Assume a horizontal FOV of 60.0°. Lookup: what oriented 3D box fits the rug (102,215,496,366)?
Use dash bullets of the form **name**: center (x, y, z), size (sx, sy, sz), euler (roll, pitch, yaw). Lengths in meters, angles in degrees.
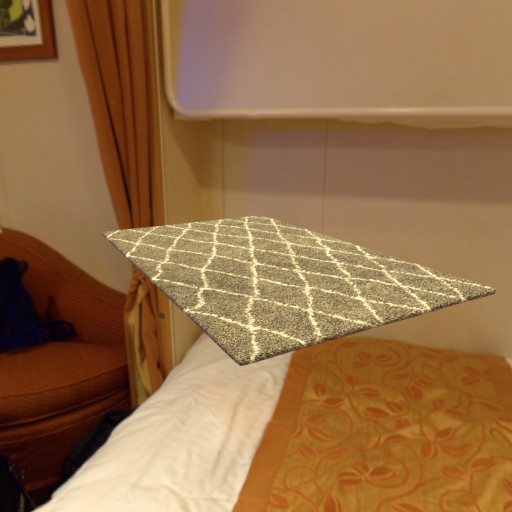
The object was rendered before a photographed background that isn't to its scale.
- **rug**: center (0.000, 0.000, 2.974), size (1.524, 0.030, 2.438), euler (-9, 18, -28)
